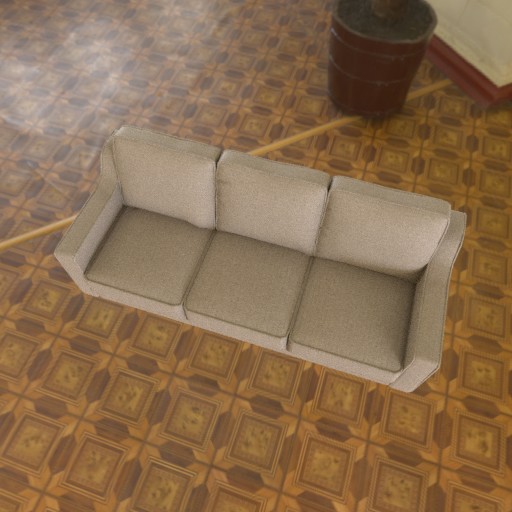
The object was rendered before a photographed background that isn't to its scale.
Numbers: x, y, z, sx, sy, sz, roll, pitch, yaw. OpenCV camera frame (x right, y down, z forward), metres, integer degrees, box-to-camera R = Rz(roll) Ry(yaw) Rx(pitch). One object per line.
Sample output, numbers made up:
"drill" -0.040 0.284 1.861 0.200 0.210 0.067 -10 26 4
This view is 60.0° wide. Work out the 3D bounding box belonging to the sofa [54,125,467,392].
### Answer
"sofa" 0.000 0.000 2.613 2.129 0.950 0.899 15 60 9
